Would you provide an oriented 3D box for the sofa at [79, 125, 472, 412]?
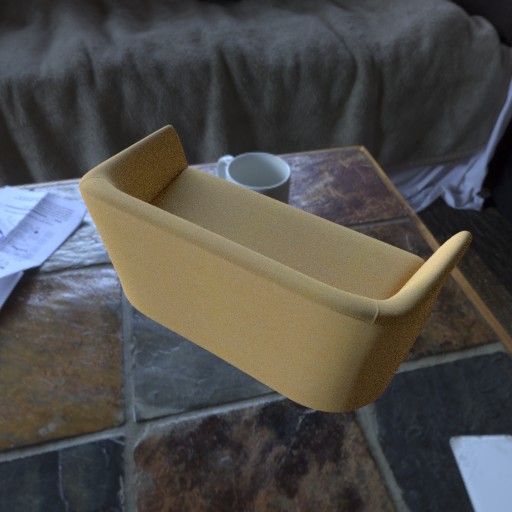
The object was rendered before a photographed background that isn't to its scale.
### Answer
[{"bbox_3d":[0.000,0.000,1.843,1.452,0.721,0.705,25,51,22],"label":"sofa"}]
